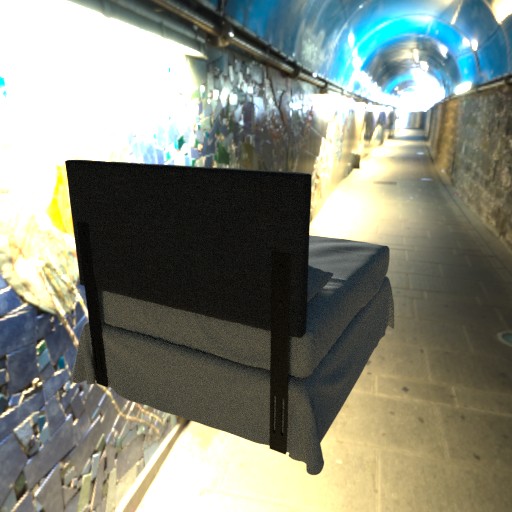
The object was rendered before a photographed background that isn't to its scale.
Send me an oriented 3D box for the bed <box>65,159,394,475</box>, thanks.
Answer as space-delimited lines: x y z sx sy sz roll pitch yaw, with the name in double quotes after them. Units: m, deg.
0.000 0.000 3.473 1.936 1.577 2.222 9 19 27 "bed"
